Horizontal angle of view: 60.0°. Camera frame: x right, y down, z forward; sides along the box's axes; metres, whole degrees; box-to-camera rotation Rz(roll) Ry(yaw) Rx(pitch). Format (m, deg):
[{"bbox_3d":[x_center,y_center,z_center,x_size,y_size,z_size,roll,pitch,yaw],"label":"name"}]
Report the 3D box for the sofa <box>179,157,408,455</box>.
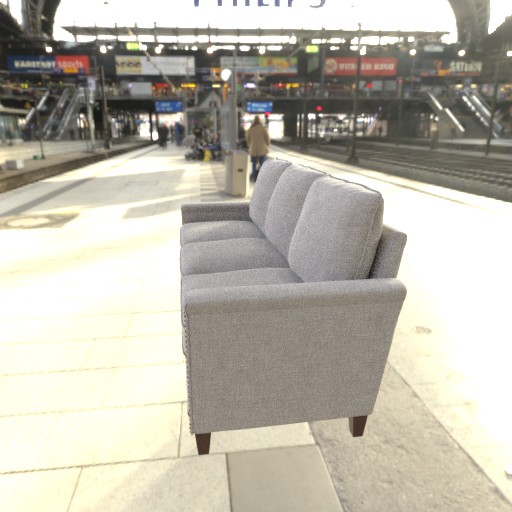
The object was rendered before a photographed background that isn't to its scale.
[{"bbox_3d":[0.000,0.000,2.424,0.828,0.959,1.925,-3,16,-9],"label":"sofa"}]
